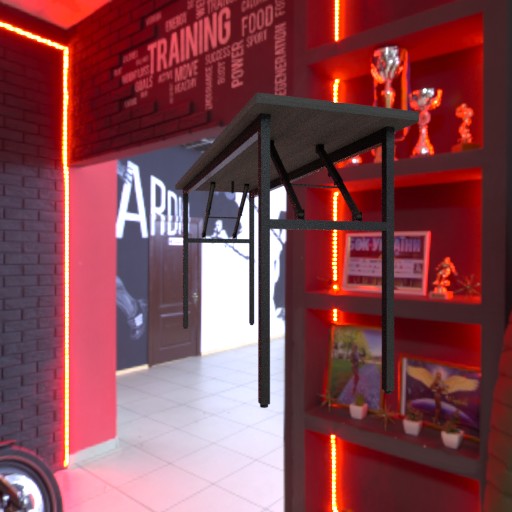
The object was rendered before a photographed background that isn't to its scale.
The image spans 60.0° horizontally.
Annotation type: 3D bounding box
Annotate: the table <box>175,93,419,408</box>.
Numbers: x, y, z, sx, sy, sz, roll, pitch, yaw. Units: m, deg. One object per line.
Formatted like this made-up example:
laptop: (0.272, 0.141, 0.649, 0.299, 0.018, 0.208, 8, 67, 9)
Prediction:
table: (0.000, 0.000, 1.749, 0.449, 0.750, 1.399, 0, 0, -18)
